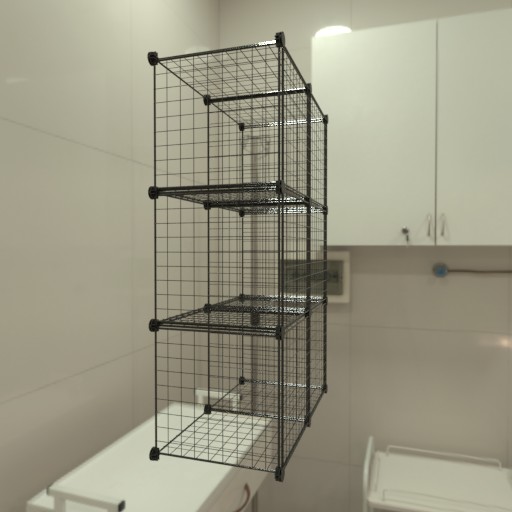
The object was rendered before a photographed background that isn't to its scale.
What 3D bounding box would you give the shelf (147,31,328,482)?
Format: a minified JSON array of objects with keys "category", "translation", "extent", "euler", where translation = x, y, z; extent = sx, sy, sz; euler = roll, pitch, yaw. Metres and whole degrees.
[{"category":"shelf","translation":[0.000,0.000,1.428],"extent":[0.356,1.067,0.711],"euler":[0,1,18]}]
